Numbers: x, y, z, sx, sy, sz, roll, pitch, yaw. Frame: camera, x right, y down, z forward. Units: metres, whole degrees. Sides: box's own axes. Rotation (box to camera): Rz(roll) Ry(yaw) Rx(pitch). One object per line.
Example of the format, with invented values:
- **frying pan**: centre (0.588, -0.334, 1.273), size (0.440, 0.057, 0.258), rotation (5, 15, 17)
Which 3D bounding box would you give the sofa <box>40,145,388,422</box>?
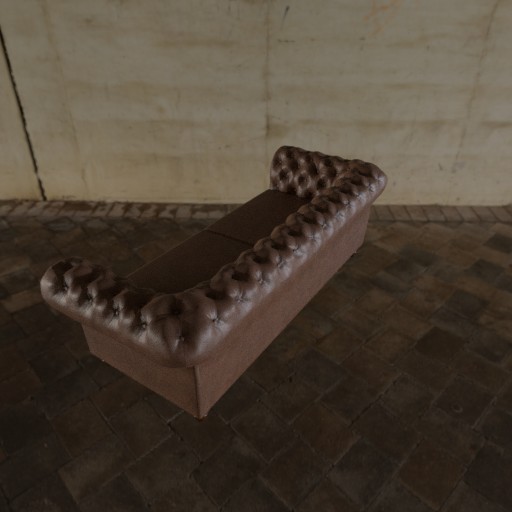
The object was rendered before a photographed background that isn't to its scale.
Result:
- **sofa**: centre (0.000, 0.000, 2.886), size (0.944, 0.783, 2.385), rotation (19, 37, 28)
